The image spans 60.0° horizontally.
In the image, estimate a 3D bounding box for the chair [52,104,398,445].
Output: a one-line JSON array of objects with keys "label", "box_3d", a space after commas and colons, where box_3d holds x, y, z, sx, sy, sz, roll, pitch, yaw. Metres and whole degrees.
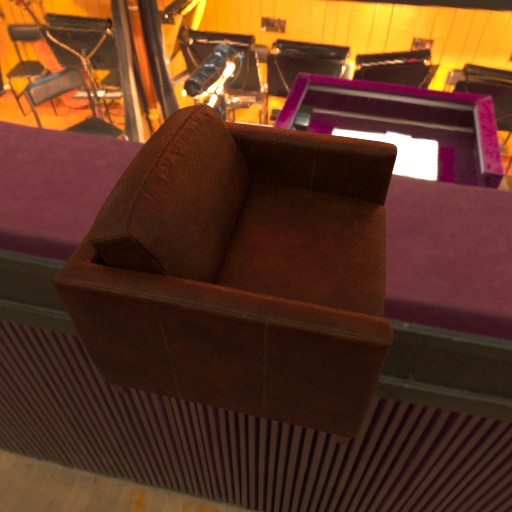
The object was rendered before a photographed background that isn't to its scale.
[{"label": "chair", "box_3d": [0.000, 0.000, 1.704, 0.975, 0.864, 0.990, 10, 46, 9]}]
